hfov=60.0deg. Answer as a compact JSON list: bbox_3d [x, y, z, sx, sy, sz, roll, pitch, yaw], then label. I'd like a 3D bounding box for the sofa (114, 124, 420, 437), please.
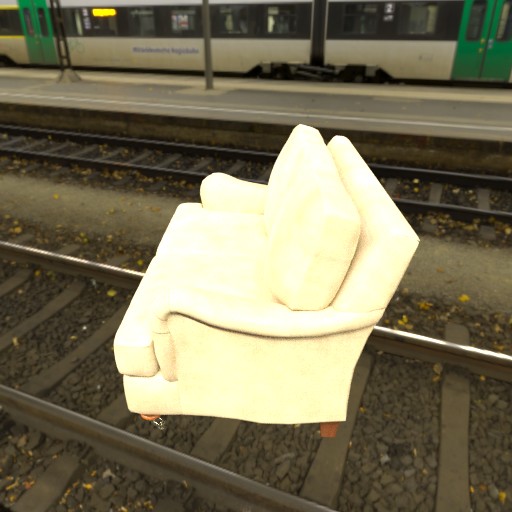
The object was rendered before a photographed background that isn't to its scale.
[{"bbox_3d":[0.000,0.000,2.260,1.086,1.087,1.498,1,28,1],"label":"sofa"}]
